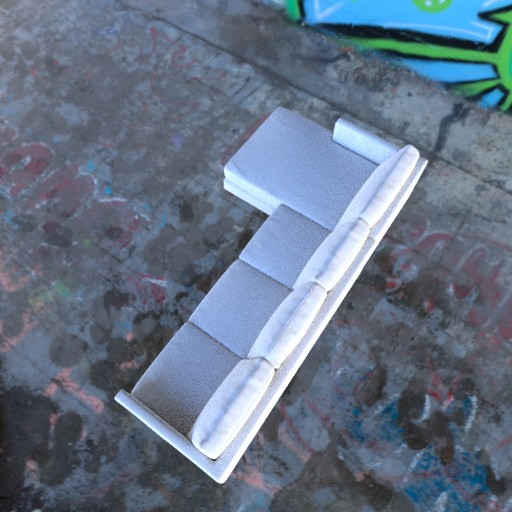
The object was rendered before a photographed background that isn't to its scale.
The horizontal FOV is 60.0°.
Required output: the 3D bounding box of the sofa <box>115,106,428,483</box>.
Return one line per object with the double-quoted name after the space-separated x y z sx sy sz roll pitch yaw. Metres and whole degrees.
0.000 0.000 3.856 1.625 0.861 3.186 32 68 15 "sofa"
